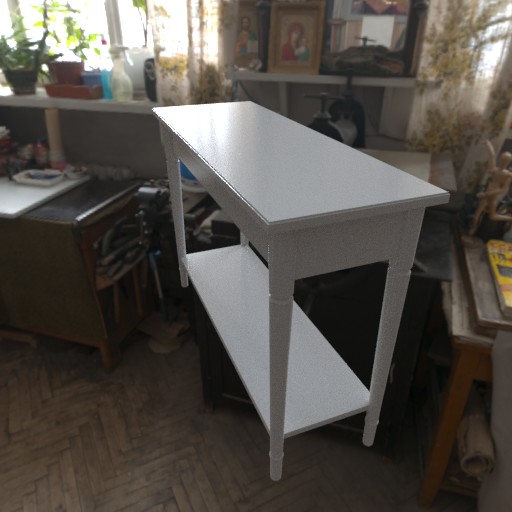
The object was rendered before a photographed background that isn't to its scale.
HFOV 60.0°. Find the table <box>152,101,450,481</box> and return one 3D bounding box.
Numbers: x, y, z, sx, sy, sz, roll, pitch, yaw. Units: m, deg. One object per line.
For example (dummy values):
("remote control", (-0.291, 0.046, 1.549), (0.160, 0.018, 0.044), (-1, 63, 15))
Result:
("table", (0.000, 0.000, 1.405), (0.381, 0.749, 1.067), (-11, 31, -19))
